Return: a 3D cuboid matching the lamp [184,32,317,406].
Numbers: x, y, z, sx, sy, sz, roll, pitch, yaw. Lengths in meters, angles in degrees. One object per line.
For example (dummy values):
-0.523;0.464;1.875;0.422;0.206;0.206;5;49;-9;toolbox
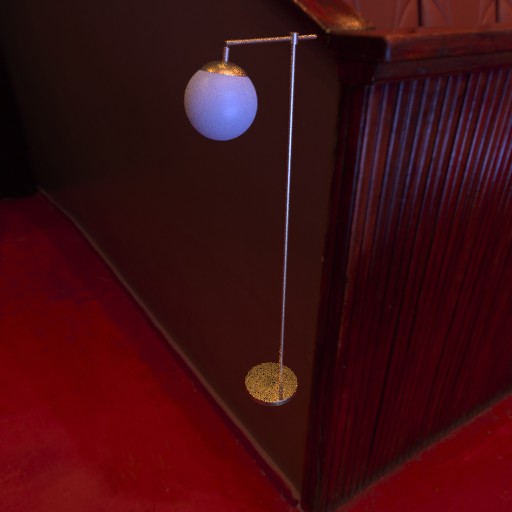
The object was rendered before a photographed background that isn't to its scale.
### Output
0.000;0.000;1.682;0.476;1.505;0.249;-21;37;-31;lamp
